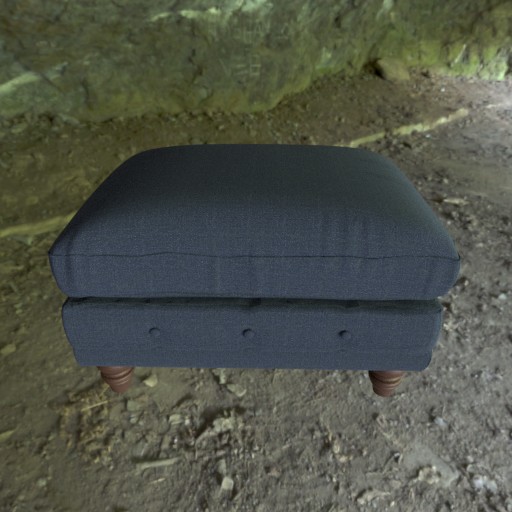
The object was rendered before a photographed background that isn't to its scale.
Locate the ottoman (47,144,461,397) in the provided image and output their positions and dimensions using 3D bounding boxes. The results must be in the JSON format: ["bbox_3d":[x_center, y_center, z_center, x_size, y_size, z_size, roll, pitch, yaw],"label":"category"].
[{"bbox_3d":[0.000,0.000,1.104,0.767,0.486,0.558,1,29,1],"label":"ottoman"}]
